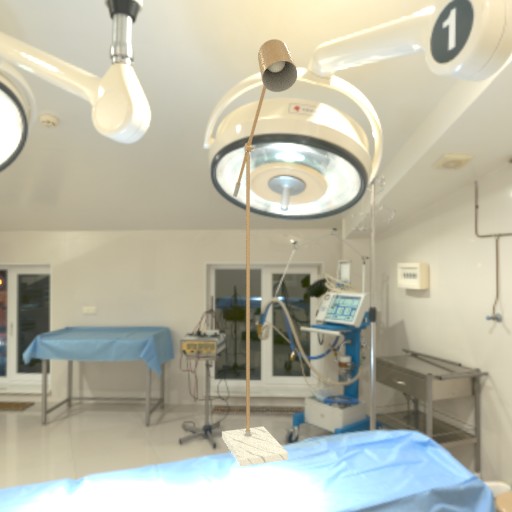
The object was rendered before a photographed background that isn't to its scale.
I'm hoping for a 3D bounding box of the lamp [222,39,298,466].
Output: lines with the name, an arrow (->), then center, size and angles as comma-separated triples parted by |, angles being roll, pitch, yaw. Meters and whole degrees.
lamp -> 0.000, 0.000, 1.817 | 0.194, 1.594, 0.653 | 0, -1, -18
